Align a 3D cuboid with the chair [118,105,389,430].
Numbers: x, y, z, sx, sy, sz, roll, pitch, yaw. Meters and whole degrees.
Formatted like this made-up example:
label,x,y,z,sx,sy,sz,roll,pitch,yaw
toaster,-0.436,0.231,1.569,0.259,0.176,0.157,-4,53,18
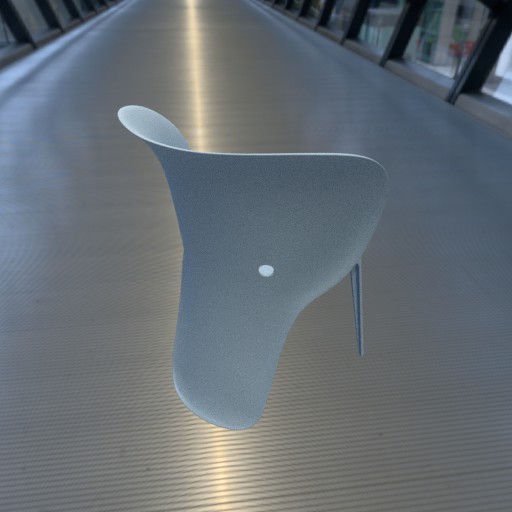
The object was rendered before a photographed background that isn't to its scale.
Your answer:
label,x,y,z,sx,sy,sz,roll,pitch,yaw
chair,0.000,0.000,0.856,0.451,0.554,0.402,22,38,31
